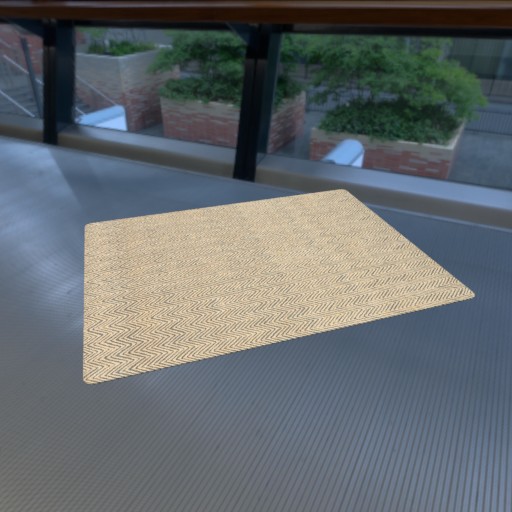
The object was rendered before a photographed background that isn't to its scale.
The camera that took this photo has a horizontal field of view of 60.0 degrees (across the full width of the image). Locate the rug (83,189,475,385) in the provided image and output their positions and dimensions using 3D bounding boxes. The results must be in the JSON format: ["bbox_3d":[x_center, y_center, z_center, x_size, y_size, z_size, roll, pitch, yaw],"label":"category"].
[{"bbox_3d":[0.000,0.000,4.354,3.207,0.014,2.439,-10,33,-15],"label":"rug"}]
